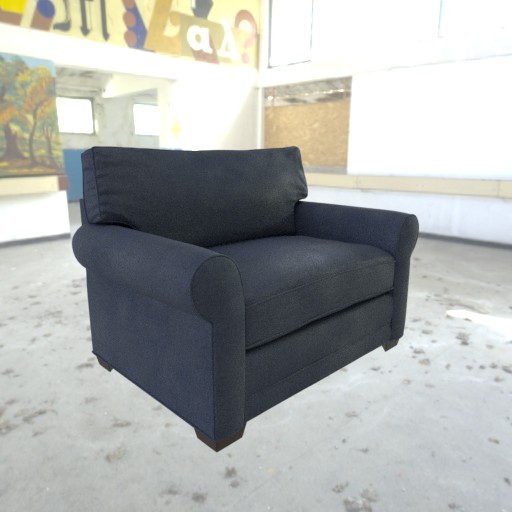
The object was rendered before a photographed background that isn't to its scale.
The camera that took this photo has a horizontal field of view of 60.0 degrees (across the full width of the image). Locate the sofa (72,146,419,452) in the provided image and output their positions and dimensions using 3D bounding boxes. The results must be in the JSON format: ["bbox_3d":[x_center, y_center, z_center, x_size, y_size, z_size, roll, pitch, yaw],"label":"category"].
[{"bbox_3d":[0.000,0.000,2.069,1.405,1.004,0.938,-13,19,-43],"label":"sofa"}]
